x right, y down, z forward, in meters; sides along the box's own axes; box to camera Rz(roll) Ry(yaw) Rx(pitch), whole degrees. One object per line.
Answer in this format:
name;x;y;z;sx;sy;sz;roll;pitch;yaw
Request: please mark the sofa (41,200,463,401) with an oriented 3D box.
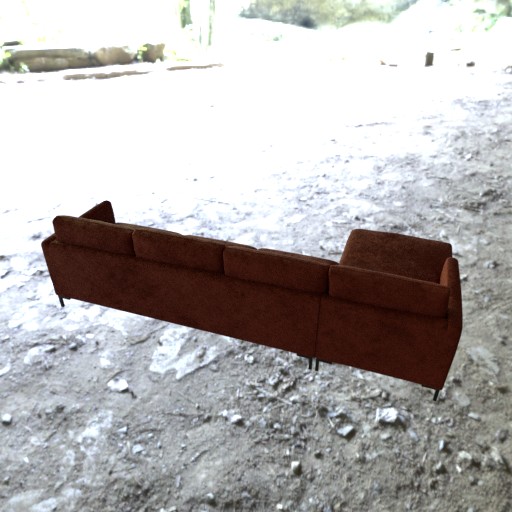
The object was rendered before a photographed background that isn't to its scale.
sofa;0.000;0.000;2.922;2.467;0.663;1.136;11;34;16
